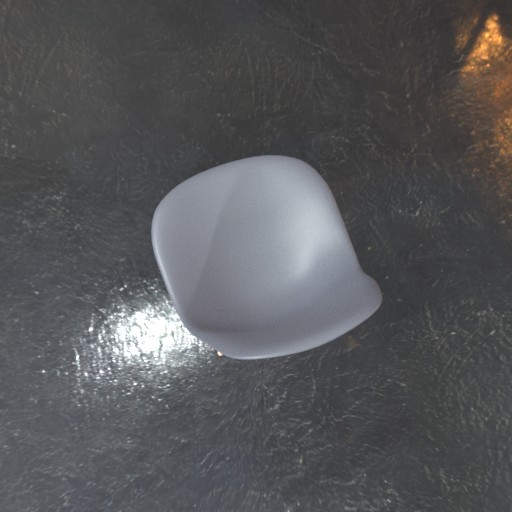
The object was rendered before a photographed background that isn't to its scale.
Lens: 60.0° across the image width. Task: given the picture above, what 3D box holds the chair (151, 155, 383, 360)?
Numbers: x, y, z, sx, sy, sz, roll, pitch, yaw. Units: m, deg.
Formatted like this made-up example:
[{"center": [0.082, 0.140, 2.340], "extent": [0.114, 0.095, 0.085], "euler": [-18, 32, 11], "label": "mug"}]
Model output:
[{"center": [0.000, 0.000, 1.118], "extent": [0.470, 0.826, 0.533], "euler": [-19, 76, -5], "label": "chair"}]
